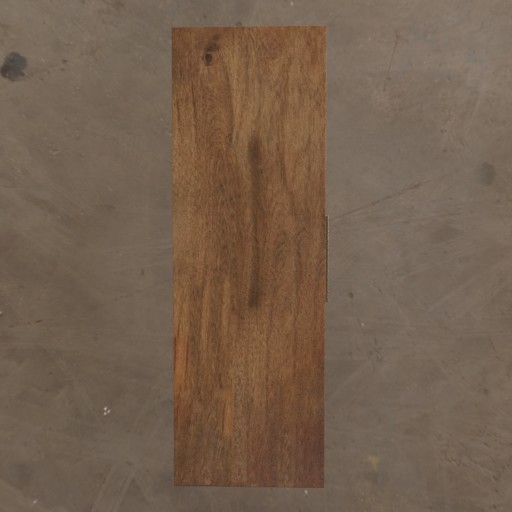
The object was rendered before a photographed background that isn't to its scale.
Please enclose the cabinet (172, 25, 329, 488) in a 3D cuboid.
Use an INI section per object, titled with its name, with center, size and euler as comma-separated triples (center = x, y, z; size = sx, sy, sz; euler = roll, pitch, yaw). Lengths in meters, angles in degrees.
[cabinet]
center = 0.000, 0.000, 1.726
size = 0.480, 0.812, 1.373
euler = 0, 92, 1
